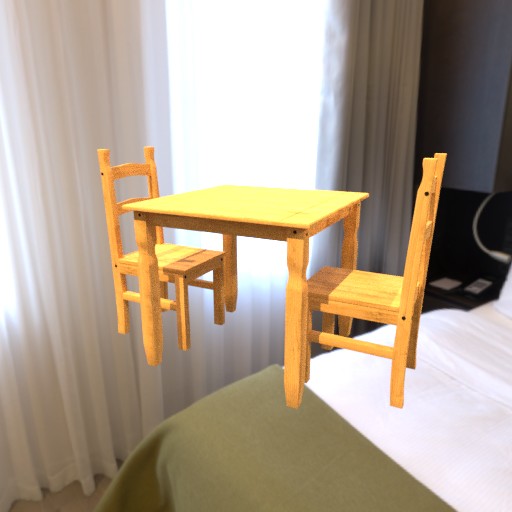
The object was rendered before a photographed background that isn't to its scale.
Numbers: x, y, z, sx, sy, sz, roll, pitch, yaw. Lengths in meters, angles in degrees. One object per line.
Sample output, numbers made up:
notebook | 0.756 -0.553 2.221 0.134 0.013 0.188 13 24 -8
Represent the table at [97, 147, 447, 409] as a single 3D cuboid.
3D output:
table | 0.000 0.000 2.048 1.501 0.942 0.813 8 18 26
